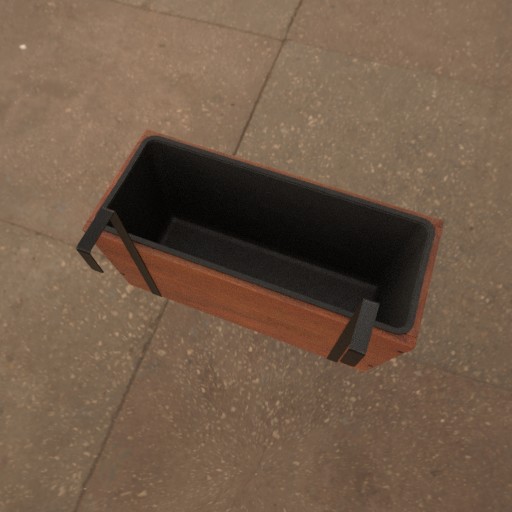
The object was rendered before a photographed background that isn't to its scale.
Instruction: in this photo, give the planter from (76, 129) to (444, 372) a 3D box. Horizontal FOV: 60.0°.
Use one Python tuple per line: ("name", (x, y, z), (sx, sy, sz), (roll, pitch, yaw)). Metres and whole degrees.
("planter", (0.000, 0.000, 0.659), (0.480, 0.289, 0.262), (19, 65, 9))
